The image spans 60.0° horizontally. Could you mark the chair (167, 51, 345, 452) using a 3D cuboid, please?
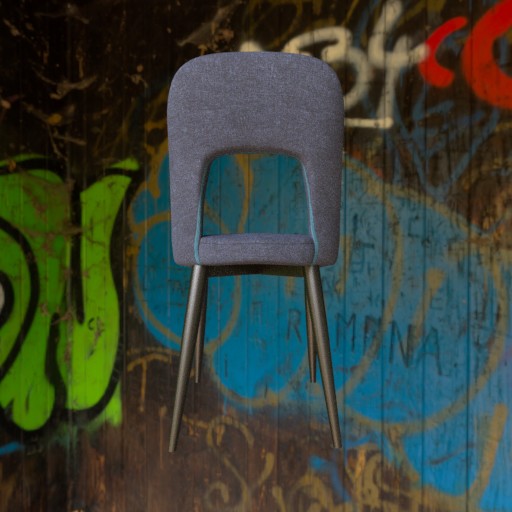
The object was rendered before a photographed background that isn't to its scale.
[{"bbox_3d":[0.000,0.000,1.288,0.470,0.931,0.612,0,1,0],"label":"chair"}]
